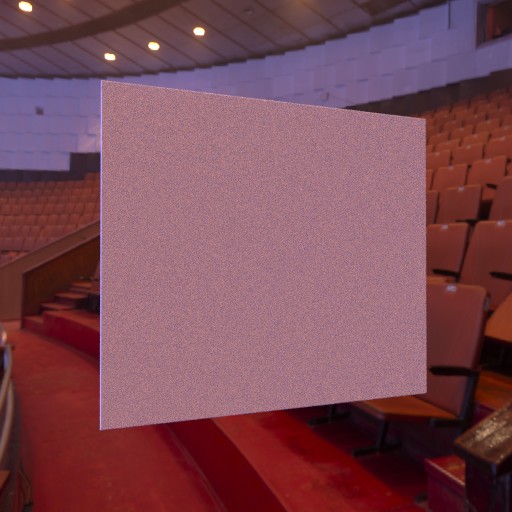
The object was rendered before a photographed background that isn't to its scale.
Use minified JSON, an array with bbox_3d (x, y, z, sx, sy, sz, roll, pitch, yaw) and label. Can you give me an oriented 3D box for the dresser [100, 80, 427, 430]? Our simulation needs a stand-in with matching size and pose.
[{"bbox_3d":[0.000,0.000,1.266,0.830,0.740,0.420,0,0,-18],"label":"dresser"}]
